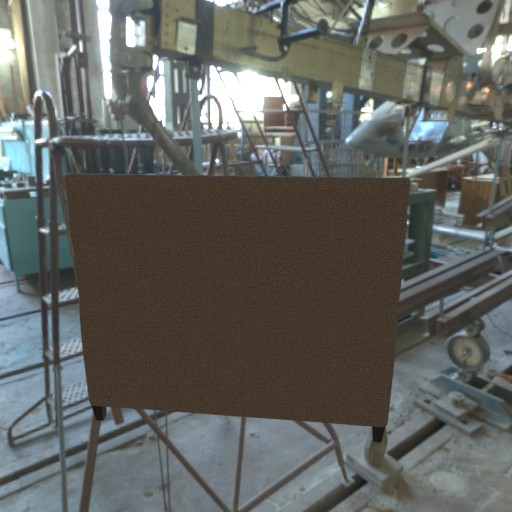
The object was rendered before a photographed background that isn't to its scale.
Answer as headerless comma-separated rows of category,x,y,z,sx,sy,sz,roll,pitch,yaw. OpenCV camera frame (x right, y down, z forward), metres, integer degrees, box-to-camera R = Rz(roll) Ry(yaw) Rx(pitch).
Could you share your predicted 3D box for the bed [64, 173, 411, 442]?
bed,0.000,0.000,3.340,1.696,1.426,2.233,2,16,6
